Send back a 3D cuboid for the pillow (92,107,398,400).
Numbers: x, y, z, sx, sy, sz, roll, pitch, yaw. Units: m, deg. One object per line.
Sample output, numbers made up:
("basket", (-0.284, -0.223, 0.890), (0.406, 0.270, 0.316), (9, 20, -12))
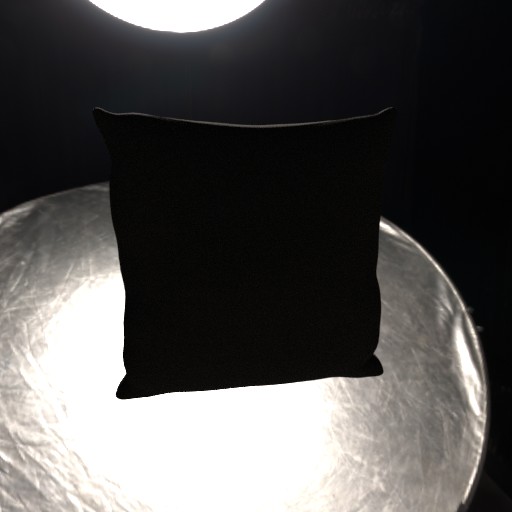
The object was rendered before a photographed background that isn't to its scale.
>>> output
("pillow", (0.000, 0.000, 0.768), (0.503, 0.496, 0.208), (-2, 14, -10))
